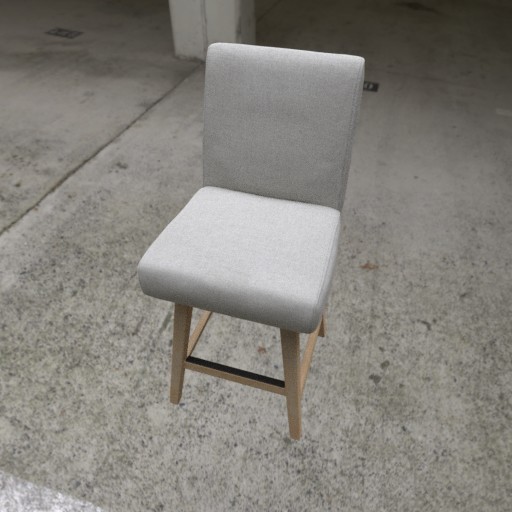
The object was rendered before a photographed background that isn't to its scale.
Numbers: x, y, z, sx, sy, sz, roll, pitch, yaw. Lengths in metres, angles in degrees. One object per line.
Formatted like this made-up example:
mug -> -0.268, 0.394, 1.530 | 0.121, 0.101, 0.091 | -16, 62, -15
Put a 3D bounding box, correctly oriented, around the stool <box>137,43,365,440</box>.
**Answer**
stool -> 0.000, 0.000, 1.400 | 0.507, 1.085, 0.606 | 12, 43, 13
